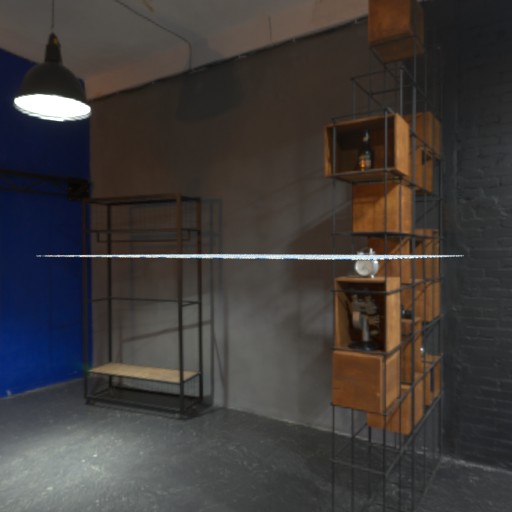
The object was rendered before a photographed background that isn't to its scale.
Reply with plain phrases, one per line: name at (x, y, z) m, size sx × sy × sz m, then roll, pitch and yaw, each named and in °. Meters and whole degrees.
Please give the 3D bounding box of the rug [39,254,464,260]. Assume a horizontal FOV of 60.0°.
rug at (0.000, 0.000, 4.051) m, size 3.059 × 0.008 × 2.453 m, roll 0°, pitch 1°, yaw 35°
